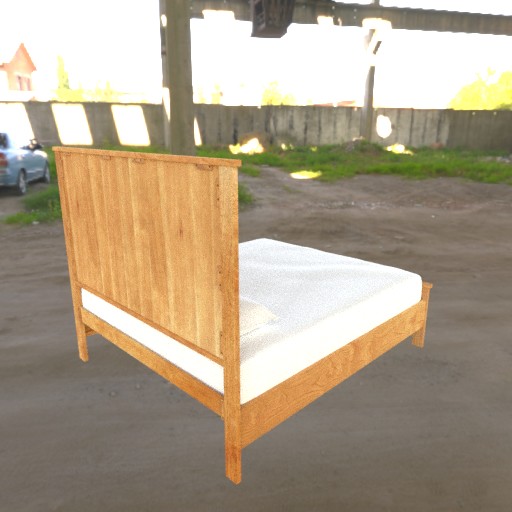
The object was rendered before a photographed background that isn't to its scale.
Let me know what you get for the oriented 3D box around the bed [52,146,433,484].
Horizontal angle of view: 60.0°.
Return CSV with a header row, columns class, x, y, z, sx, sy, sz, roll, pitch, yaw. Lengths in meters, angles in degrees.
class,x,y,z,sx,sy,sz,roll,pitch,yaw
bed,0.000,0.000,4.026,2.530,1.938,2.225,-16,22,-43
